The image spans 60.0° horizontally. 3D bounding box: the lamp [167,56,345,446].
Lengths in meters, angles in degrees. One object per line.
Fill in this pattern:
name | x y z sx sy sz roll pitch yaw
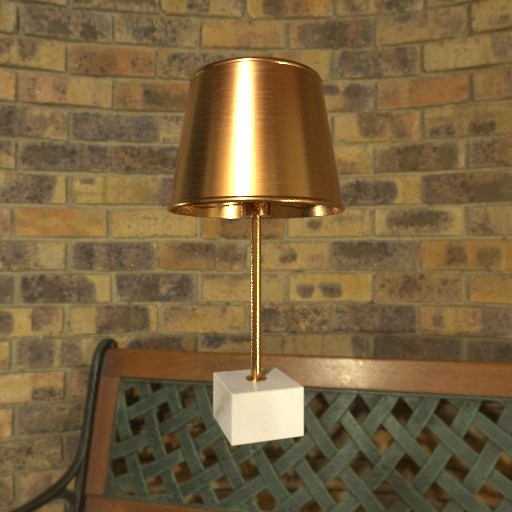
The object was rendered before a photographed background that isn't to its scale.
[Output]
lamp | 0.000 0.000 0.528 0.208 0.406 0.208 0 0 0
